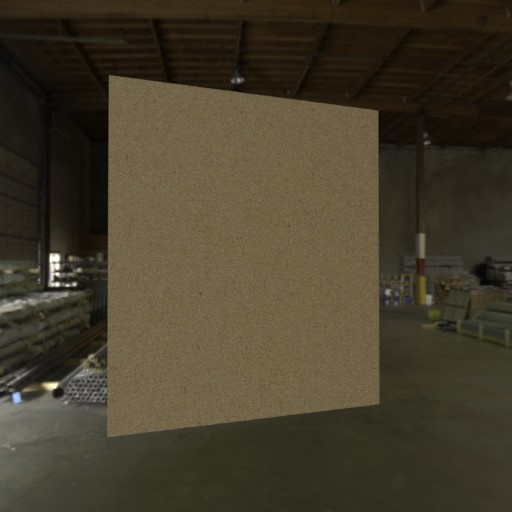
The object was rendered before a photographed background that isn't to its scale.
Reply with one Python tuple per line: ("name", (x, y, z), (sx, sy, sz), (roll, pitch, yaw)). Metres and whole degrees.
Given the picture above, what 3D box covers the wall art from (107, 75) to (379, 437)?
("wall art", (0.000, 0.000, 1.193), (0.755, 0.863, 0.028), (0, -1, -19))
